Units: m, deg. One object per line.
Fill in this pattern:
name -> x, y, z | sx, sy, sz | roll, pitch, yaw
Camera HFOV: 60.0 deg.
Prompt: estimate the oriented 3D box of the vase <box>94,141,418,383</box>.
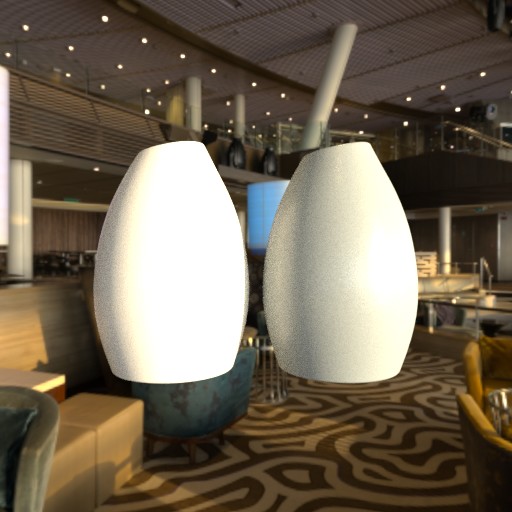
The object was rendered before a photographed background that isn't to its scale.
vase -> 0.000, 0.000, 0.263 | 0.187, 0.131, 0.089 | 0, 0, 0
